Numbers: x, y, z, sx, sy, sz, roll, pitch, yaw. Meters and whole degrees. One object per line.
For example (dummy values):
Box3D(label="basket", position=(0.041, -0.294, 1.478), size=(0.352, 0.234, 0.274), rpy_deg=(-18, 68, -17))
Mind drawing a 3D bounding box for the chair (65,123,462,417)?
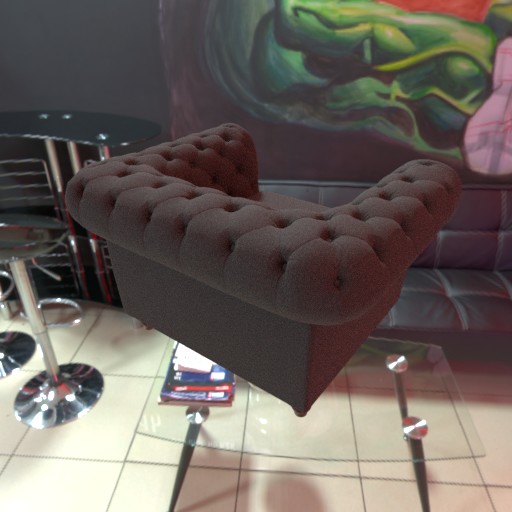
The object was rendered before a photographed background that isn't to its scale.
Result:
Box3D(label="chair", position=(0.000, 0.000, 1.807), size=(1.270, 0.770, 0.976), rpy_deg=(20, 35, 32))
